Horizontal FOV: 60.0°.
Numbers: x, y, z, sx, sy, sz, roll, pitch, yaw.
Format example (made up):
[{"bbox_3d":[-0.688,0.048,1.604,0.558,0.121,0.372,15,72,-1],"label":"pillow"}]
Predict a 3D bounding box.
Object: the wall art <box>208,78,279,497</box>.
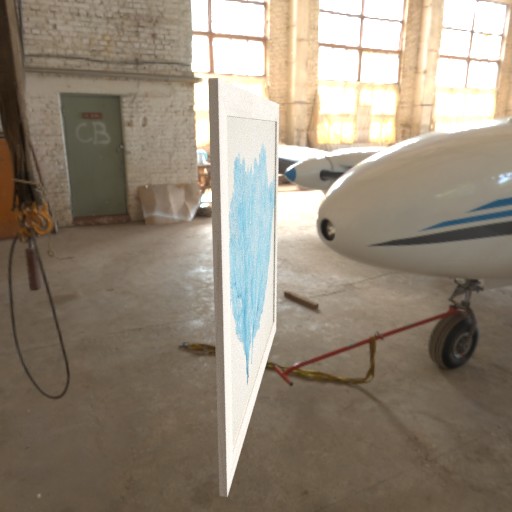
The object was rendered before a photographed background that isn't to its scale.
[{"bbox_3d":[0.000,0.000,0.857,0.013,0.584,0.584,3,16,9],"label":"wall art"}]
